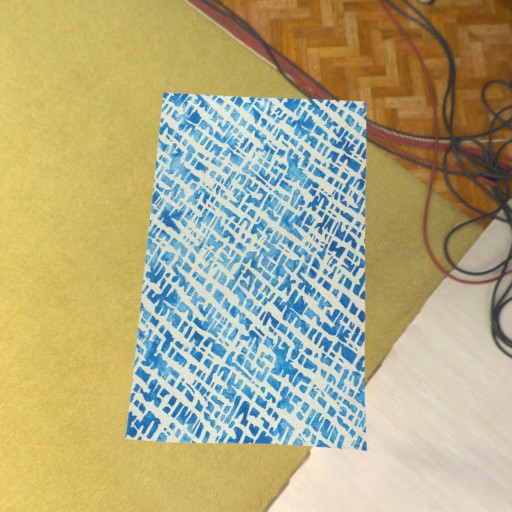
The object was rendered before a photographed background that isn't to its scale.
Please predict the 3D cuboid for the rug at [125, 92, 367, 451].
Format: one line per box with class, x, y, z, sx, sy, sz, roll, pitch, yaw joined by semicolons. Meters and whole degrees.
rug;0.000;0.000;3.048;1.520;0.011;2.447;3;77;1
